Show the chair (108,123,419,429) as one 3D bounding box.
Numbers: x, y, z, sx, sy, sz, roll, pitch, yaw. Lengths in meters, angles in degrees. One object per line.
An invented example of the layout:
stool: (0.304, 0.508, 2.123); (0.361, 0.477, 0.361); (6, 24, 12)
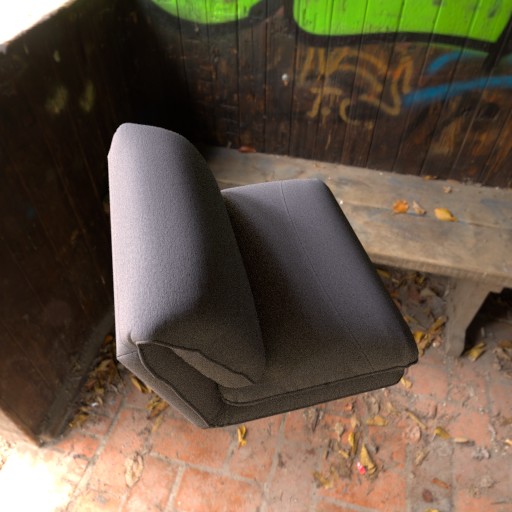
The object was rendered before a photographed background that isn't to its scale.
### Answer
chair: (0.000, 0.000, 1.356); (0.780, 0.580, 0.820); (-11, 49, -9)
